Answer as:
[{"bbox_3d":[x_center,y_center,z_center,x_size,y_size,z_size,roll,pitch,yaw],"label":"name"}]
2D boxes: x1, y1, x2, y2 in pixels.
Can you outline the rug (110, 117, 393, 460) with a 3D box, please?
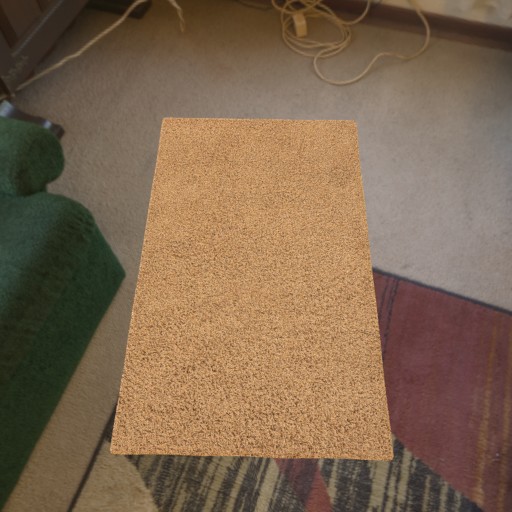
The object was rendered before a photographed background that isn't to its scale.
[{"bbox_3d":[0.000,0.000,2.943,1.524,0.030,2.438,1,62,1],"label":"rug"}]
